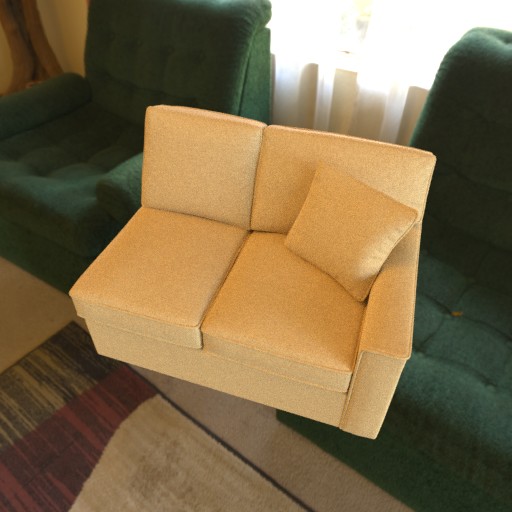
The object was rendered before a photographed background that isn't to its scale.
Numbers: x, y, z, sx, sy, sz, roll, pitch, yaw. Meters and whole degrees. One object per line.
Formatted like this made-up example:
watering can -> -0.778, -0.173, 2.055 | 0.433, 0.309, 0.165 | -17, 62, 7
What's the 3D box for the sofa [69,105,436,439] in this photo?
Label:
sofa -> 0.000, 0.000, 2.044 | 1.388, 0.989, 0.991 | 13, 43, 14
